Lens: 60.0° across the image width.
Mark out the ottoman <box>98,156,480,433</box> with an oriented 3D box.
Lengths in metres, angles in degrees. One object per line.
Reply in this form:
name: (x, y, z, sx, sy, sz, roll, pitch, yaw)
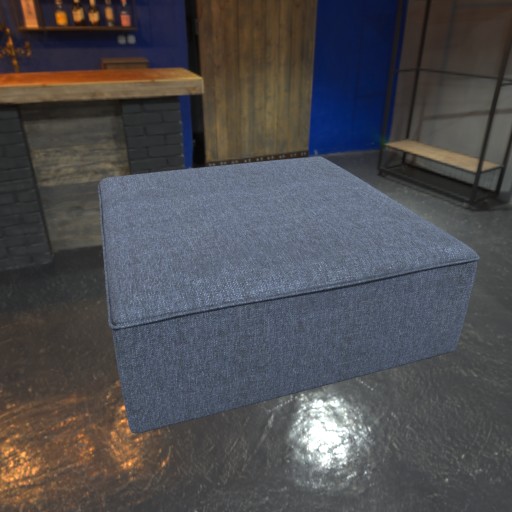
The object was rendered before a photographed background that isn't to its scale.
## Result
ottoman: (0.000, 0.000, 1.586, 1.023, 0.423, 1.017, -9, 30, -16)
